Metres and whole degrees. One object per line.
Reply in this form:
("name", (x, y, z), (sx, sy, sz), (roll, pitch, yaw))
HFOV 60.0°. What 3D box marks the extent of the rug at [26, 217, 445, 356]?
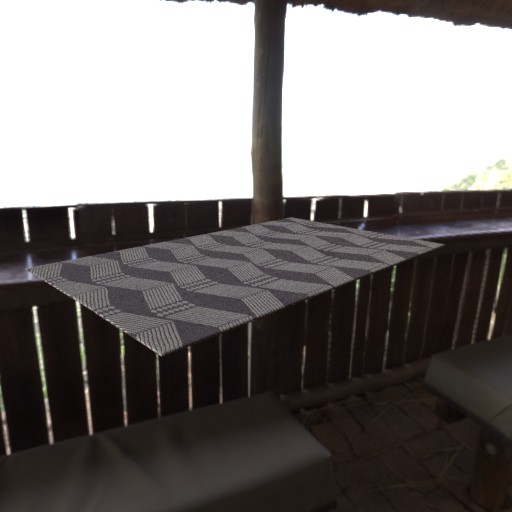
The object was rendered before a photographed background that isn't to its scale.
("rug", (0.000, 0.000, 2.985), (2.435, 0.011, 1.517), (-14, 21, -42))
